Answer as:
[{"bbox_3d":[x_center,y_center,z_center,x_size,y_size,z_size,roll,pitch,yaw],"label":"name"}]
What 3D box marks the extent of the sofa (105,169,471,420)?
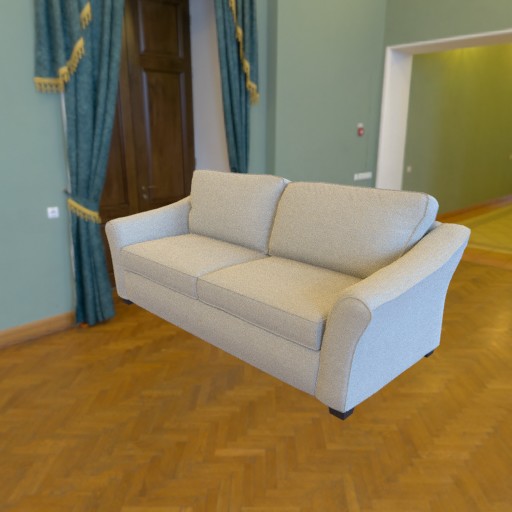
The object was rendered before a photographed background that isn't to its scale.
[{"bbox_3d":[0.000,0.000,2.833,0.980,0.965,2.270,-16,22,-43],"label":"sofa"}]
